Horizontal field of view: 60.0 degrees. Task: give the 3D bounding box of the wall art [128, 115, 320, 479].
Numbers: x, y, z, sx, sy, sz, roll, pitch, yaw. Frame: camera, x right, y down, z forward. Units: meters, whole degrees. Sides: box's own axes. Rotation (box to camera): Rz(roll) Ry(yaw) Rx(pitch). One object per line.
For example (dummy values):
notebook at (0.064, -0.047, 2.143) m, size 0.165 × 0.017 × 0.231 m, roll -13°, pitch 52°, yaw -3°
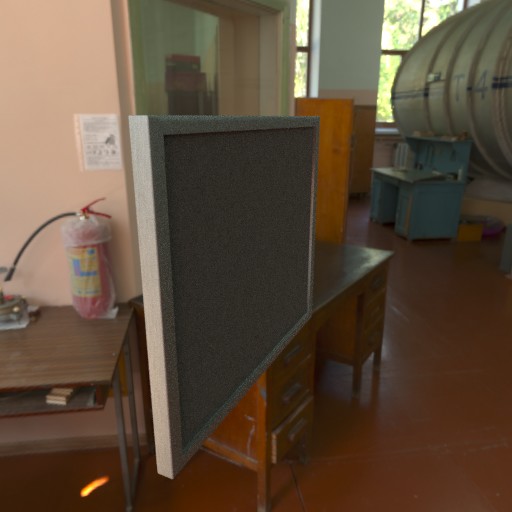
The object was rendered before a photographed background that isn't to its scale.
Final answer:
wall art at (0.000, 0.000, 0.759) m, size 0.028 × 0.457 × 0.556 m, roll 8°, pitch 19°, yaw 25°
